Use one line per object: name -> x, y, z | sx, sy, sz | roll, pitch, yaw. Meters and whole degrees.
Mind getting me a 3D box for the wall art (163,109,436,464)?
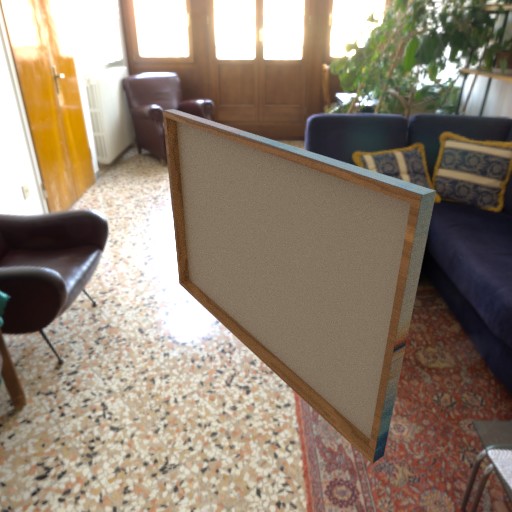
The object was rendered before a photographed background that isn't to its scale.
wall art -> 0.000, 0.000, 1.144 | 0.037, 0.605, 0.911 | -18, 33, -31
